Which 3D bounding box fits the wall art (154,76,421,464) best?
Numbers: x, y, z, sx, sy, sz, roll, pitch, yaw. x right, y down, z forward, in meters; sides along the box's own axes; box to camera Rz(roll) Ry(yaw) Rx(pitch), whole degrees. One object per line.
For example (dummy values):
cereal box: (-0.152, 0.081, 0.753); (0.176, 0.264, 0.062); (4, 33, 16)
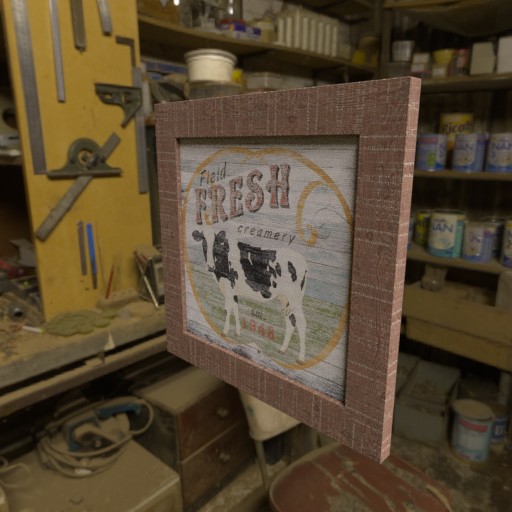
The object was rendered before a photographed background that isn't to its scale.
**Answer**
wall art: (0.000, 0.000, 0.772); (0.531, 0.531, 0.029); (13, 19, 42)
